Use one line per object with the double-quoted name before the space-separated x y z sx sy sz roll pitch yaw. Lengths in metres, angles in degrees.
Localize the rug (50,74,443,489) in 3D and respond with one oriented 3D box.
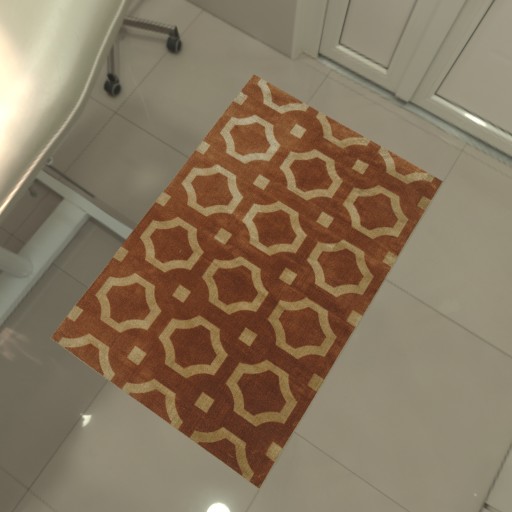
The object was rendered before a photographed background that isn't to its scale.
"rug" 0.000 0.000 2.886 1.555 0.016 2.286 32 77 8
